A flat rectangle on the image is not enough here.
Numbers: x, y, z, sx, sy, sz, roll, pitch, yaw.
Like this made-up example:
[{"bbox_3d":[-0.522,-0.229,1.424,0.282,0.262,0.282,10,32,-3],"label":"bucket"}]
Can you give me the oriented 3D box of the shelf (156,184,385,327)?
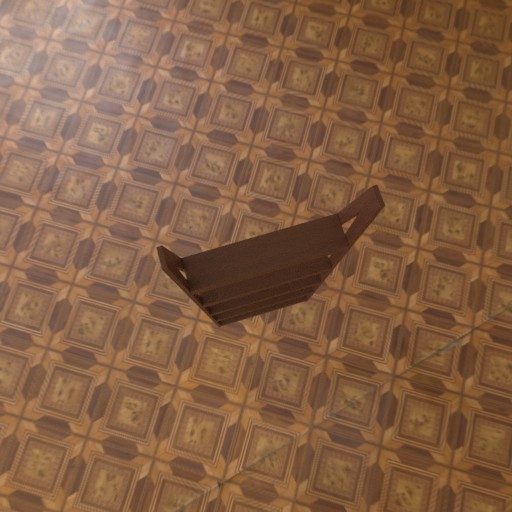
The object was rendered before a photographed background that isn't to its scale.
[{"bbox_3d":[0.000,0.000,2.025,0.600,1.770,0.350,-16,77,-4],"label":"shelf"}]
